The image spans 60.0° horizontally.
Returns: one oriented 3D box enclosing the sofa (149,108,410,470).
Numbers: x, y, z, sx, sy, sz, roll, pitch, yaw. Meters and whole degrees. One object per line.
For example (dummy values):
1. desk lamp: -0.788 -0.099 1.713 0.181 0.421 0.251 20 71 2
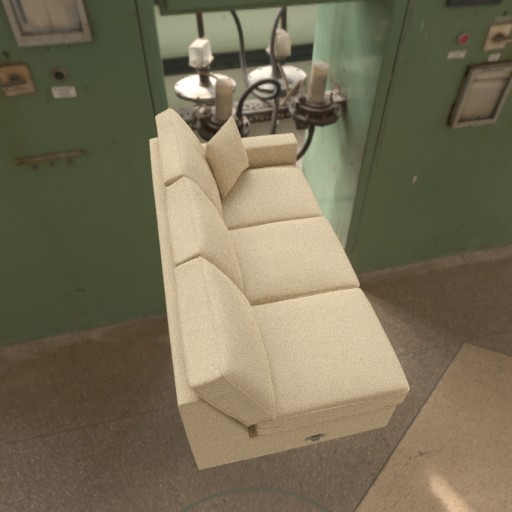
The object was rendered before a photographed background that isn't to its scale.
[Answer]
1. sofa: 0.000 0.000 2.568 1.034 0.946 1.963 -9 47 -9
